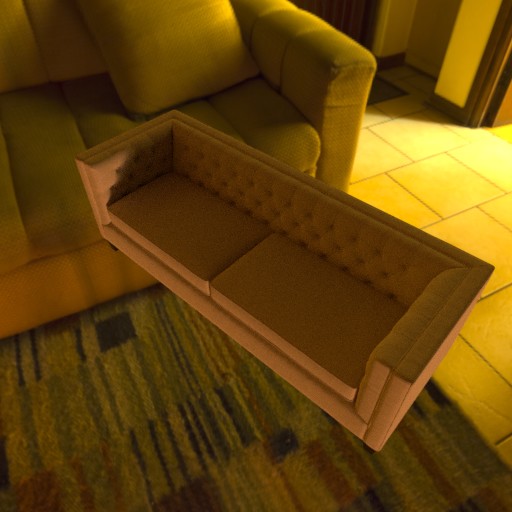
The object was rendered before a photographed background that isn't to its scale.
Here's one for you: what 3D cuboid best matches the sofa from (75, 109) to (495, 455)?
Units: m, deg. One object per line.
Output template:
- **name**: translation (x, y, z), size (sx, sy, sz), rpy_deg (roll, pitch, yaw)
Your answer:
- **sofa**: translation (0.000, 0.000, 2.521), size (2.159, 0.762, 0.775), rpy_deg (33, 54, 28)
